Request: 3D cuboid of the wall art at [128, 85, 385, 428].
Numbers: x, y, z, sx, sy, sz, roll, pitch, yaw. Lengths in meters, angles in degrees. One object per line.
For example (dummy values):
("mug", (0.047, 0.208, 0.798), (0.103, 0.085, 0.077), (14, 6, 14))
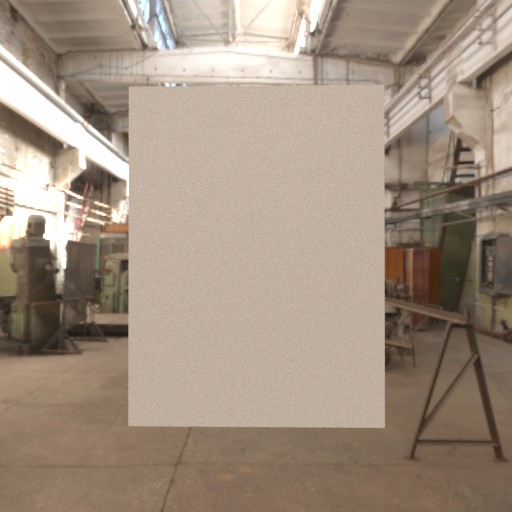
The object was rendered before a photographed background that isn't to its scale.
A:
("wall art", (0.000, 0.000, 0.793), (0.457, 0.610, 0.003), (0, 0, 1))
